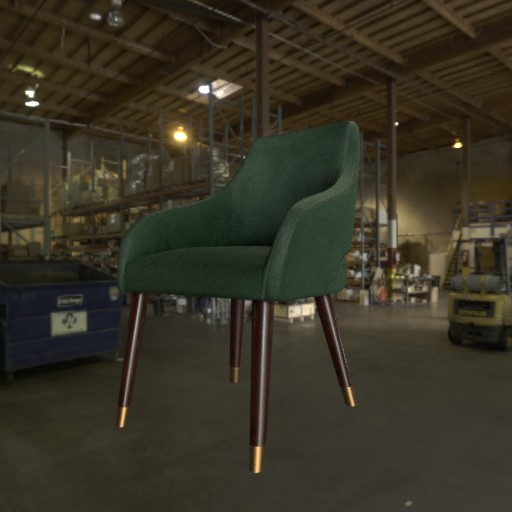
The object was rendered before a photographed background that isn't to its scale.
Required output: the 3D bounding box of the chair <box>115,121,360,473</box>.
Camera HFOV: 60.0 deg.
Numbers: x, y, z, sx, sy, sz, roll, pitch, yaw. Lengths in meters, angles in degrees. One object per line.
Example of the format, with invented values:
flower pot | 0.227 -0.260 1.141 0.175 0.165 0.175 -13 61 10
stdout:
chair | 0.000 0.000 1.580 0.683 1.081 0.794 0 0 34
